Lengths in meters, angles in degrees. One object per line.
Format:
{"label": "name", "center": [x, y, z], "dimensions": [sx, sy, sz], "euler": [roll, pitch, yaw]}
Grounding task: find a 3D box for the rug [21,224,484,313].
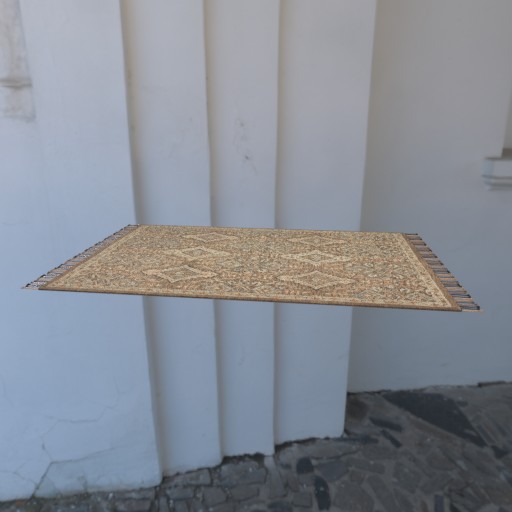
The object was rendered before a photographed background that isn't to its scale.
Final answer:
{"label": "rug", "center": [0.000, 0.000, 3.022], "dimensions": [2.434, 0.010, 1.516], "euler": [2, 18, 7]}
